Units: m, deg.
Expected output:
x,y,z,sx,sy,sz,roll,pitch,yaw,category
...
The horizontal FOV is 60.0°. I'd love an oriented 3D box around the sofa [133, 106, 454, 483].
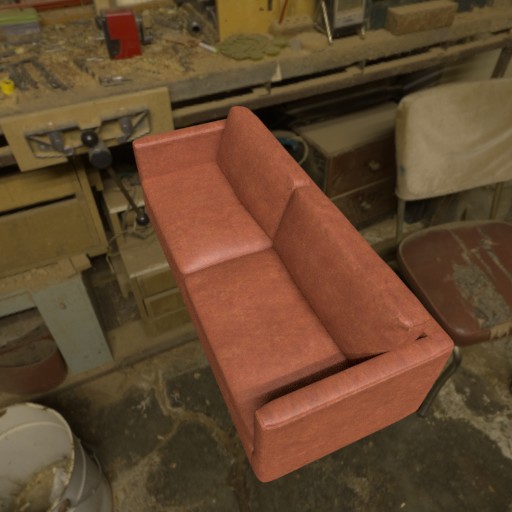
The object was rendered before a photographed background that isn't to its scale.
x,y,z,sx,sy,sz,roll,pitch,yaw,category
0.000,0.000,2.672,0.950,0.932,2.204,-18,49,-16,sofa
